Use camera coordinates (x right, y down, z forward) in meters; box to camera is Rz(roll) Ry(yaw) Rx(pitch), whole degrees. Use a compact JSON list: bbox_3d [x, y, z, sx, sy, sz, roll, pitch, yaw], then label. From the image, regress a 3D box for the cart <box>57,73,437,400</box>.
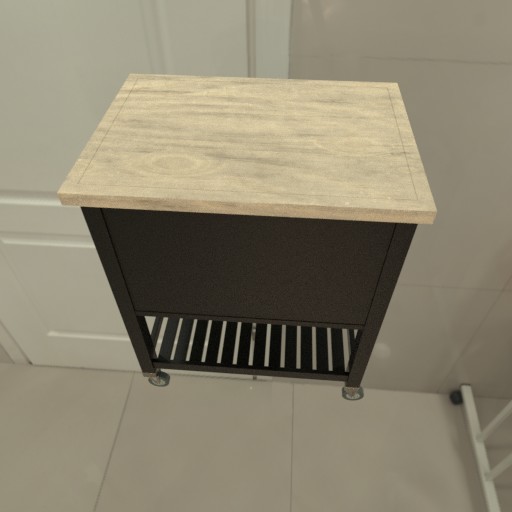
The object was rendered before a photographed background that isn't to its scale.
[{"bbox_3d":[0.000,0.000,1.440,0.797,0.920,0.567,3,47,3],"label":"cart"}]
